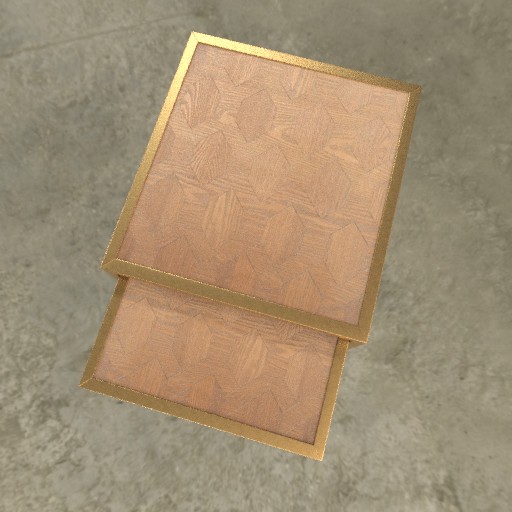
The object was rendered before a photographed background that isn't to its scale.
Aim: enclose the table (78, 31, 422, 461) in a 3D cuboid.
[{"bbox_3d":[0.000,0.000,1.084,0.505,0.505,0.762,15,75,4],"label":"table"}]
